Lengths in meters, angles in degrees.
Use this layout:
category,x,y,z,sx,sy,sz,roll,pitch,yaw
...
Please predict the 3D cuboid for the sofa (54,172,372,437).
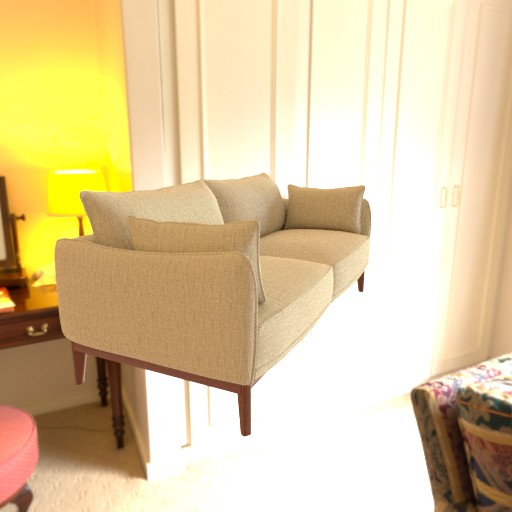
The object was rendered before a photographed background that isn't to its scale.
category,x,y,z,sx,sy,sz,roll,pitch,yaw
sofa,0.000,0.000,2.533,0.991,0.860,1.989,7,15,25
